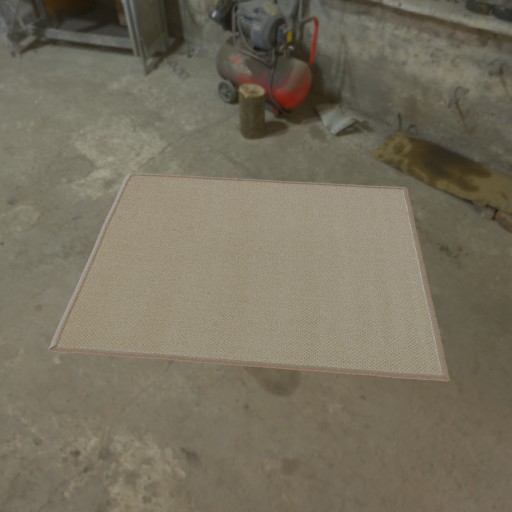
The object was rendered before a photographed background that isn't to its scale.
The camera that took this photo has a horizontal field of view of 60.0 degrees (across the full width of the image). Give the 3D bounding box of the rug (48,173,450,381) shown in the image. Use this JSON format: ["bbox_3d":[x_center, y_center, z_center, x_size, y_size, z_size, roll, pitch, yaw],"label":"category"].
[{"bbox_3d":[0.000,0.000,2.773,2.081,0.020,1.525,4,48,3],"label":"rug"}]
